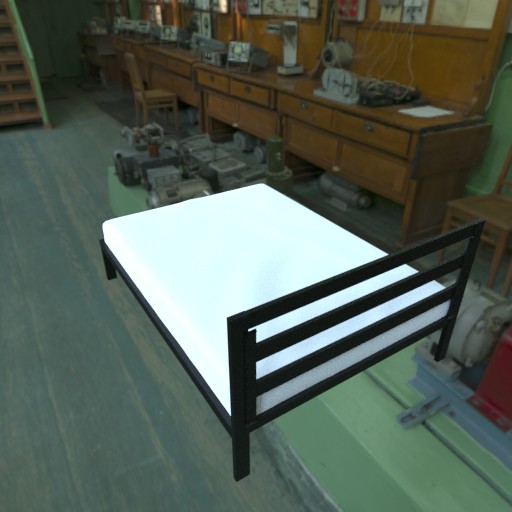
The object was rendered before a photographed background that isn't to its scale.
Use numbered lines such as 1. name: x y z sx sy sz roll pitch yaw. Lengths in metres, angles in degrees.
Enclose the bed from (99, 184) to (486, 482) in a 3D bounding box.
1. bed: 0.000 0.000 2.926 1.524 0.967 2.062 -18 35 -28
